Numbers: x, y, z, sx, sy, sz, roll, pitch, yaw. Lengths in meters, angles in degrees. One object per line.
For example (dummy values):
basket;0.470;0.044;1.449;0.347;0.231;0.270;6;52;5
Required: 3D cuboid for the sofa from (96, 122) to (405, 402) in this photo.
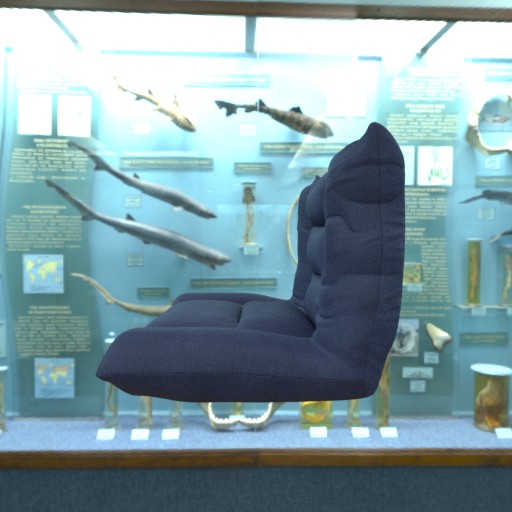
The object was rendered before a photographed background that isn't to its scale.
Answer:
sofa;0.000;0.000;1.689;0.849;0.778;1.122;0;2;0
